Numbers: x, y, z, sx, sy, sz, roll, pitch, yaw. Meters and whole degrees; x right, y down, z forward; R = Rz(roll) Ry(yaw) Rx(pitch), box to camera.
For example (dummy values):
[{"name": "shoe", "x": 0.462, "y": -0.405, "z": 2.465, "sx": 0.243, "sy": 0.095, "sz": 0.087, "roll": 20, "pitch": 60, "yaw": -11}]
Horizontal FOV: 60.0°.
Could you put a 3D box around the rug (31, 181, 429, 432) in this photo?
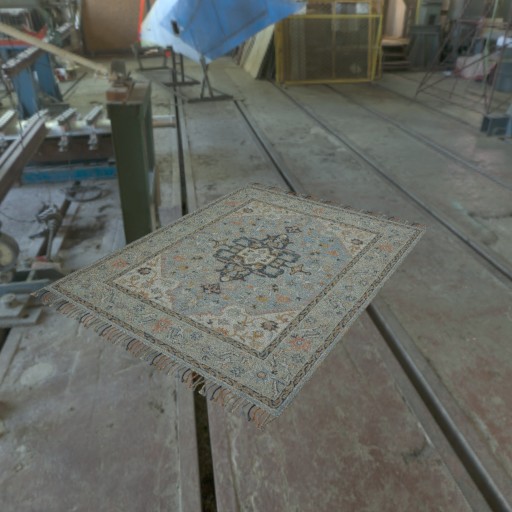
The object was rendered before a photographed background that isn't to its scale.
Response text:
[{"name": "rug", "x": 0.000, "y": 0.000, "z": 4.244, "sx": 2.379, "sy": 0.011, "sz": 3.221, "roll": 19, "pitch": 35, "yaw": 30}]
